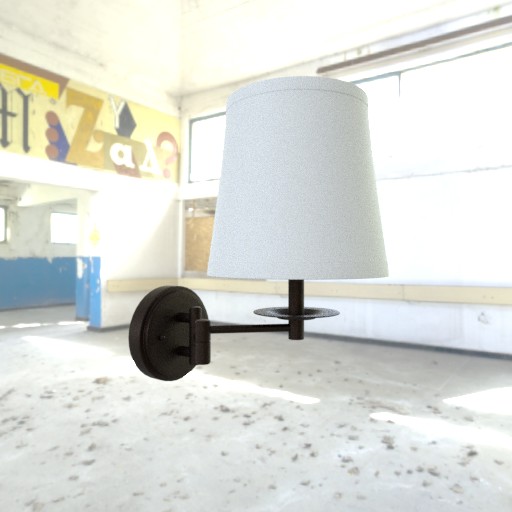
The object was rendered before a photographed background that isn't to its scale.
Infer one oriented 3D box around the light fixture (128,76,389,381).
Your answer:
[{"bbox_3d":[0.000,0.000,0.267,0.157,0.172,0.100,0,0,36],"label":"light fixture"}]
